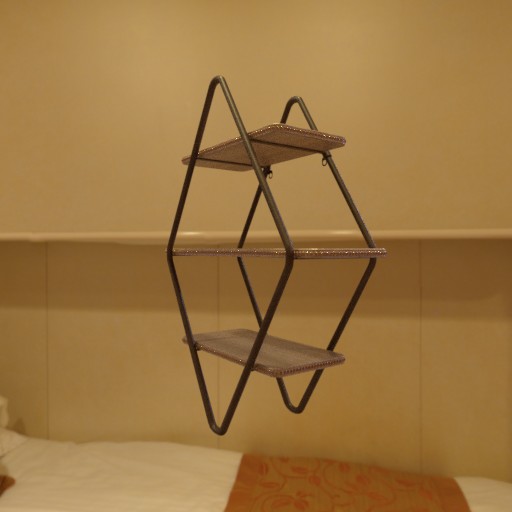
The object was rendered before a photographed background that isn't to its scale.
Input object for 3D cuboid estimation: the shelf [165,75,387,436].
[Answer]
[{"bbox_3d":[0.000,0.000,1.029,0.234,0.774,0.609,-1,1,-36],"label":"shelf"}]
